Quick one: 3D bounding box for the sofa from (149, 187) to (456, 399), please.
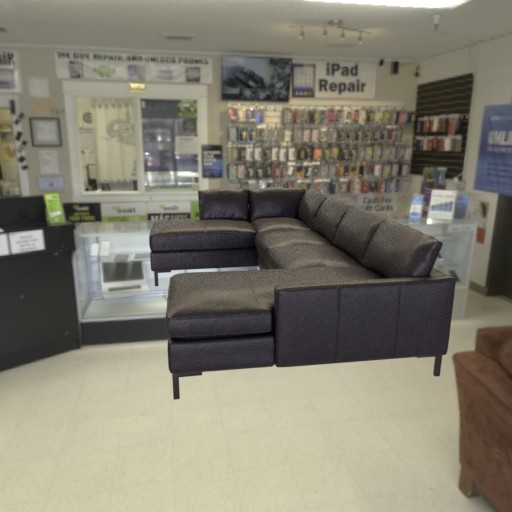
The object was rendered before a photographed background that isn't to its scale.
[{"bbox_3d":[0.000,0.000,3.909,1.939,0.900,2.956,-2,15,-9],"label":"sofa"}]
